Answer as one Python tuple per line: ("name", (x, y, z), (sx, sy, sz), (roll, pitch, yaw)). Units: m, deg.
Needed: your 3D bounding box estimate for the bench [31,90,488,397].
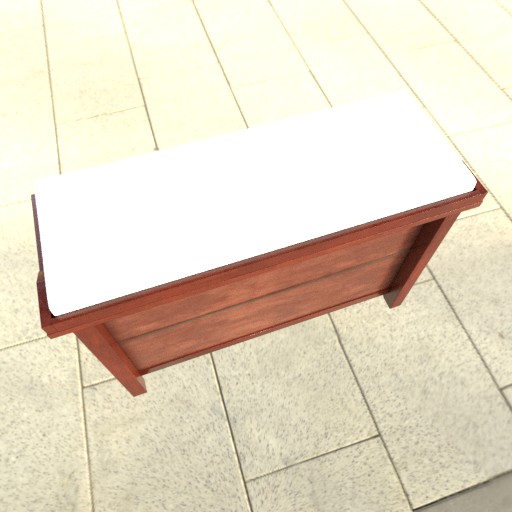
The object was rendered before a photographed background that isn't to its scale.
("bench", (0.000, 0.000, 1.254), (0.987, 0.646, 0.369), (-17, 60, -10))
